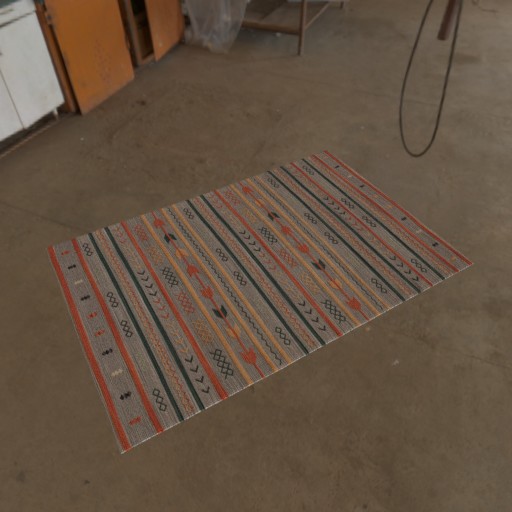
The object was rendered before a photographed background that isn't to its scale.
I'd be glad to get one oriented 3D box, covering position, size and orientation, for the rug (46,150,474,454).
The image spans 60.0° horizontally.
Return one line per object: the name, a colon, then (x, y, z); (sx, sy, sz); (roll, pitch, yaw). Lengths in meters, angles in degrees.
rug: (0.000, 0.000, 2.267); (1.835, 0.017, 1.220); (-23, 50, -21)
